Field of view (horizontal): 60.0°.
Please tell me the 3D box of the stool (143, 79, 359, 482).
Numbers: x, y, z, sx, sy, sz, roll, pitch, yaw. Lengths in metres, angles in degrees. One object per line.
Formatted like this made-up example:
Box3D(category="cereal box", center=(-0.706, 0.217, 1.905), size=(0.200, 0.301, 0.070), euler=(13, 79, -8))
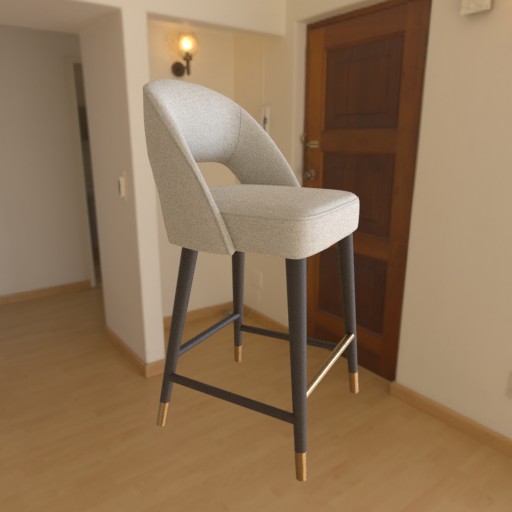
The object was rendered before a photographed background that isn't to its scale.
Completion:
Box3D(category="stool", center=(0.000, 0.000, 1.230), size=(0.509, 0.940, 0.494), euler=(8, 17, 28))
